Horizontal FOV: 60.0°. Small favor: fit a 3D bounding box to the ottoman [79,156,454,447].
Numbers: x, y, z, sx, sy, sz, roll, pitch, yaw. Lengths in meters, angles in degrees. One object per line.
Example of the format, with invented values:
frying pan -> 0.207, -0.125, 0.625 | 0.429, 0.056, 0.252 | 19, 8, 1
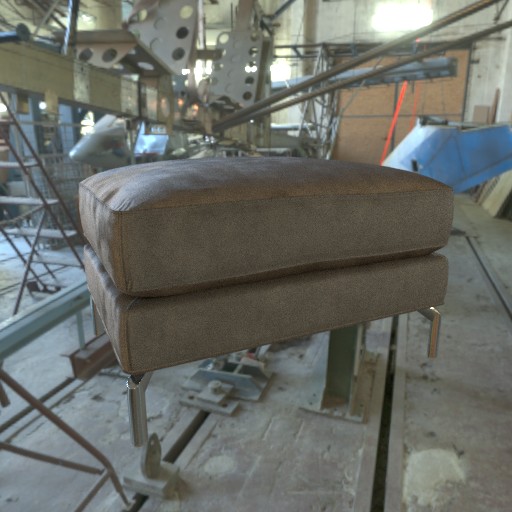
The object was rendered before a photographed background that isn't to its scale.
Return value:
ottoman -> 0.000, 0.000, 1.044 | 0.719, 0.456, 0.520 | -7, 16, -26
